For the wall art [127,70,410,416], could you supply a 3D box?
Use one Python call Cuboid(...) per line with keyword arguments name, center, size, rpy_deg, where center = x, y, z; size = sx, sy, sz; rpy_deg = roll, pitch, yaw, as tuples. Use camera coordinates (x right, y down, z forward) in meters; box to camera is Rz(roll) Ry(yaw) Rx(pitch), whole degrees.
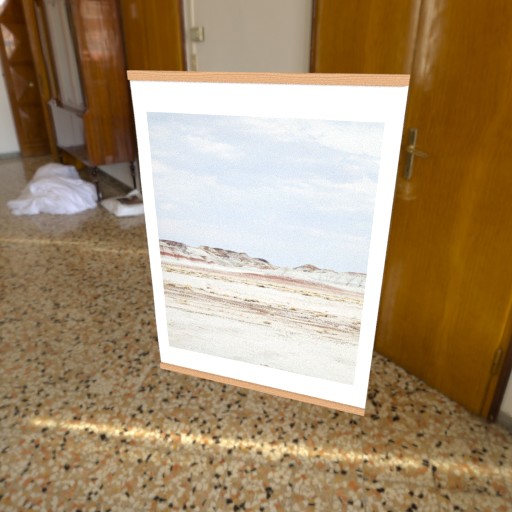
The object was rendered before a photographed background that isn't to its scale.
Cuboid(name="wall art", center=(0.000, 0.000, 1.328), size=(0.739, 1.016, 0.020), rpy_deg=(8, 26, 17))
